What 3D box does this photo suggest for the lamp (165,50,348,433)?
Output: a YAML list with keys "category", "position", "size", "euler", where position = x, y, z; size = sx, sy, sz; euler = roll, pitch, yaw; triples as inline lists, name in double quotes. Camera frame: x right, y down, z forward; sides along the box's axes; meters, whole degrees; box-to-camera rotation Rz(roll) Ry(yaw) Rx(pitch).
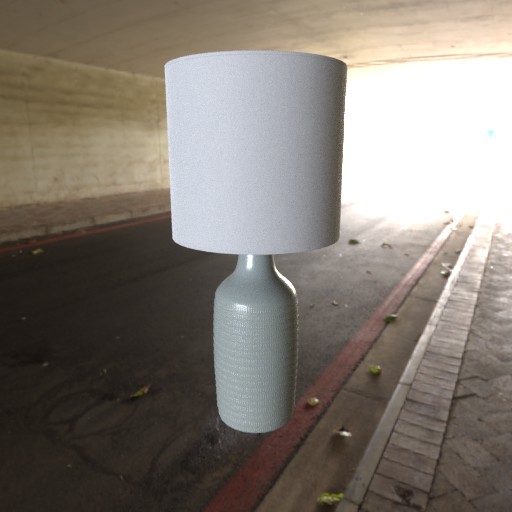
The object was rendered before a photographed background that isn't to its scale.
- category: "lamp"
  position: [0.000, 0.000, 0.603]
  size: [0.220, 0.475, 0.220]
  euler: [-7, 16, -27]
